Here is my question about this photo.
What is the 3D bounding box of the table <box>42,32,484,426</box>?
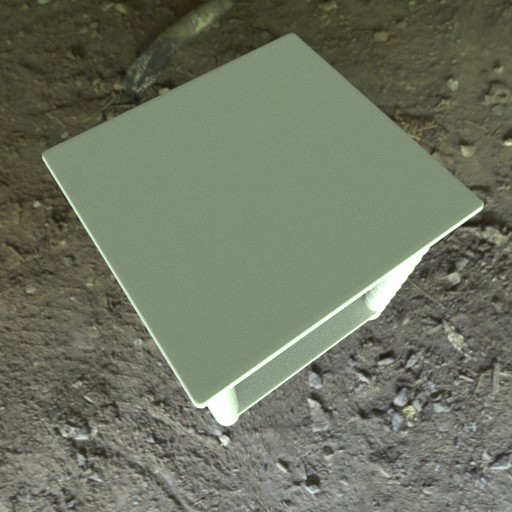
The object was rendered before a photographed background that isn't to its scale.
[{"bbox_3d":[0.000,0.000,0.965,0.533,0.563,0.500,-32,68,-15],"label":"table"}]
